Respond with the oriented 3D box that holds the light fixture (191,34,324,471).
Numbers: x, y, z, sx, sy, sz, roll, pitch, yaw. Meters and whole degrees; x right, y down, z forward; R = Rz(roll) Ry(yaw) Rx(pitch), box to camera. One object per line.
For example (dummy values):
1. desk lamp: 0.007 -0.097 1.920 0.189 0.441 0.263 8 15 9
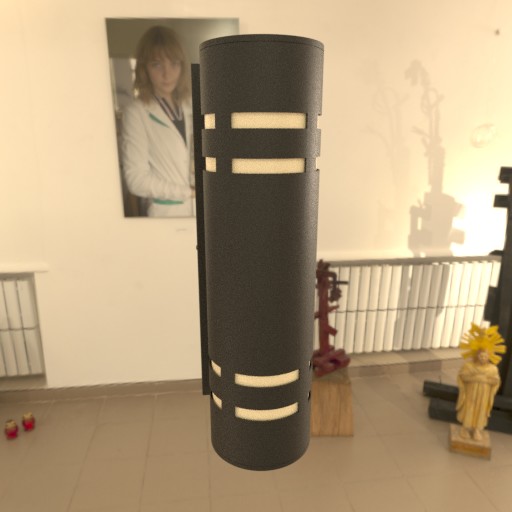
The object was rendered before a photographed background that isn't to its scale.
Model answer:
1. light fixture: 0.000 0.000 0.394 0.105 0.330 0.149 -2 15 -8
